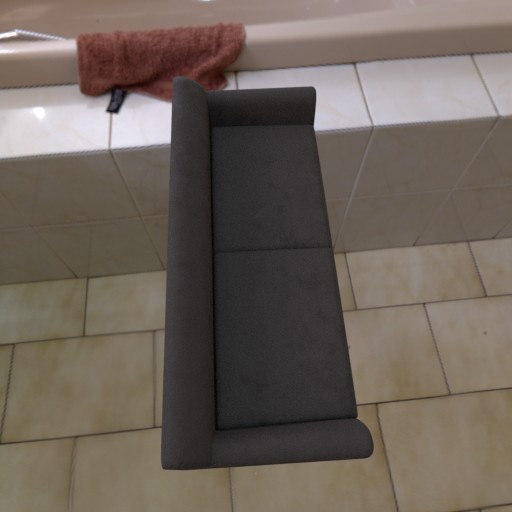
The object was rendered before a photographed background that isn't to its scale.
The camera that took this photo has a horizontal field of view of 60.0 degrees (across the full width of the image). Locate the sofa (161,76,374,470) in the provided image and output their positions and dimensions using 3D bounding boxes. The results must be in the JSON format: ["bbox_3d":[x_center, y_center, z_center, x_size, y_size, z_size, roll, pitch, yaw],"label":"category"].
[{"bbox_3d":[0.000,0.000,2.561,0.900,0.740,2.190,-3,64,-2],"label":"sofa"}]
